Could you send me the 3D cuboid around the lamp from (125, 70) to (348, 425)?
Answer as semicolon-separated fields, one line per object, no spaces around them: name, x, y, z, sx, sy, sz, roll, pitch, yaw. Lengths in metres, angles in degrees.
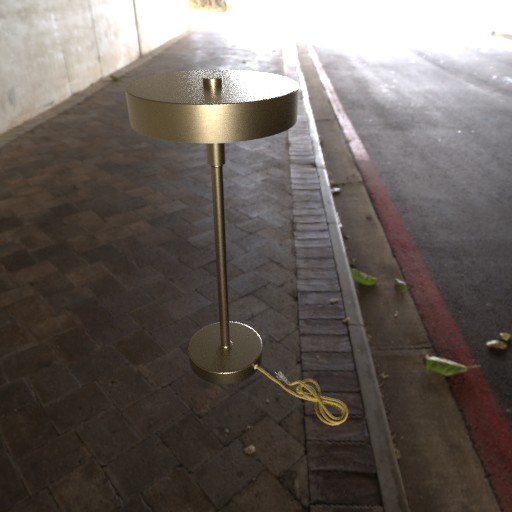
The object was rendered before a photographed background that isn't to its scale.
lamp;0.000;0.000;0.688;0.369;0.508;0.229;20;37;29
